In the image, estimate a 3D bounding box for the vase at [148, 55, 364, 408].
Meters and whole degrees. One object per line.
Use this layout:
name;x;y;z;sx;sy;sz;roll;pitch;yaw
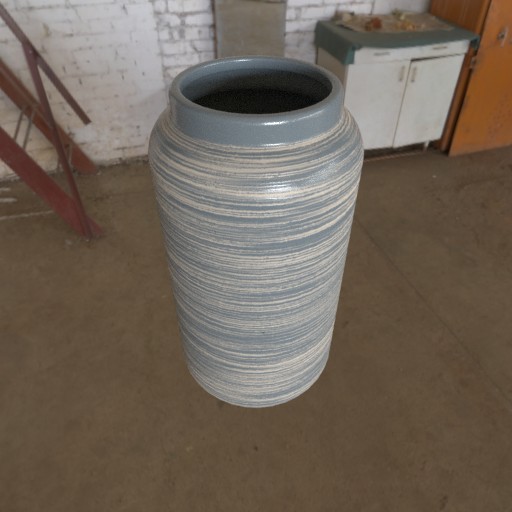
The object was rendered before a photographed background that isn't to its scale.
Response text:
vase;0.000;0.000;0.296;0.116;0.230;0.116;0;41;0
